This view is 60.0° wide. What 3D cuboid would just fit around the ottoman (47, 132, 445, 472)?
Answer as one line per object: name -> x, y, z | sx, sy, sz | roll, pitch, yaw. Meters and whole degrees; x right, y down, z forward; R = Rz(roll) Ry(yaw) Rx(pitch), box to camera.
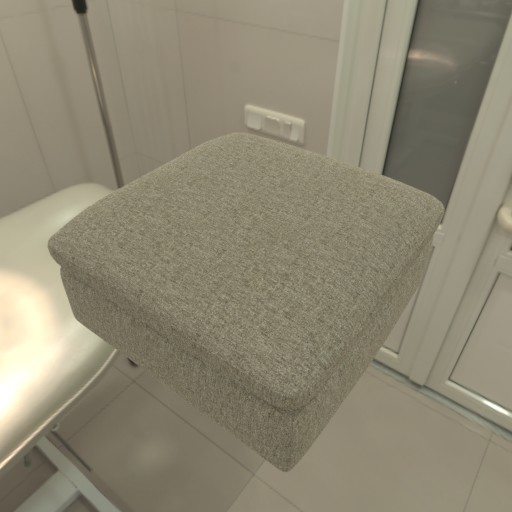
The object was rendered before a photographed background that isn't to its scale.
ottoman -> 0.000, 0.000, 1.629 | 1.035, 0.526, 1.039 | 26, 47, 27
